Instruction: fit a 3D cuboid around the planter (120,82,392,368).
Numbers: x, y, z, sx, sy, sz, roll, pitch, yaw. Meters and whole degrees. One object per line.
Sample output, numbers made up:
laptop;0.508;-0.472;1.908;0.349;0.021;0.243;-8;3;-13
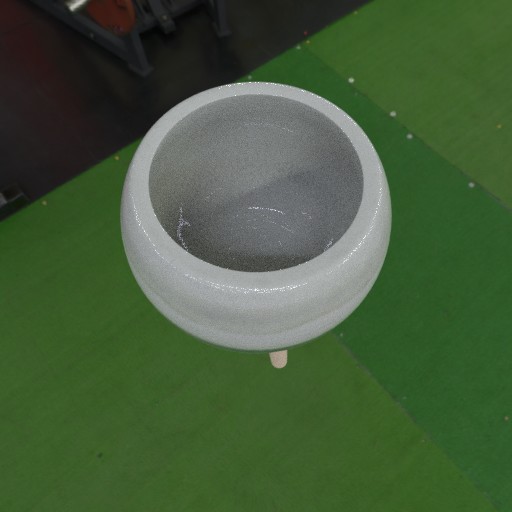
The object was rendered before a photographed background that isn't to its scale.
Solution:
planter;0.000;0.000;0.443;0.222;0.278;0.222;0;65;0
